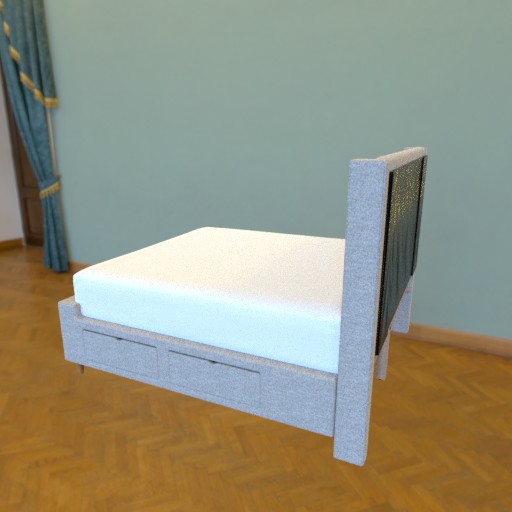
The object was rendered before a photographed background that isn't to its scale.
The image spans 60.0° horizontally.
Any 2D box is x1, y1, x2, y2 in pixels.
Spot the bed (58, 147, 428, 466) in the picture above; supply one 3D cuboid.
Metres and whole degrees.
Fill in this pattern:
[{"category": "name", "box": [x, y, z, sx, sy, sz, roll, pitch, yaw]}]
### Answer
[{"category": "bed", "box": [0.000, 0.000, 3.688, 2.372, 1.748, 2.044, 7, 17, 24]}]
